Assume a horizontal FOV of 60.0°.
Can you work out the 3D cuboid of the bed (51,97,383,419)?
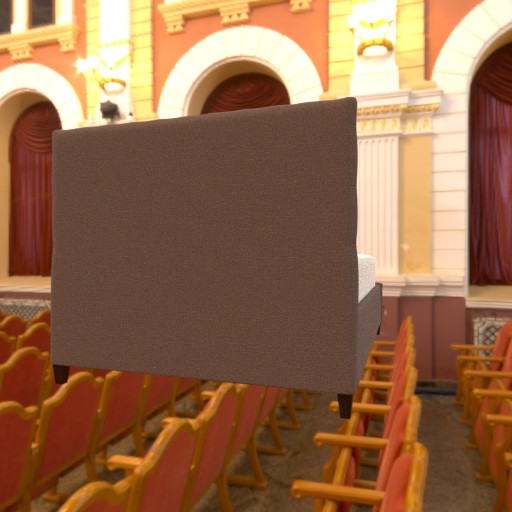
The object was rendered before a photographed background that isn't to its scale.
[{"bbox_3d":[0.000,0.000,3.248,1.696,1.426,2.233,0,0,19],"label":"bed"}]
